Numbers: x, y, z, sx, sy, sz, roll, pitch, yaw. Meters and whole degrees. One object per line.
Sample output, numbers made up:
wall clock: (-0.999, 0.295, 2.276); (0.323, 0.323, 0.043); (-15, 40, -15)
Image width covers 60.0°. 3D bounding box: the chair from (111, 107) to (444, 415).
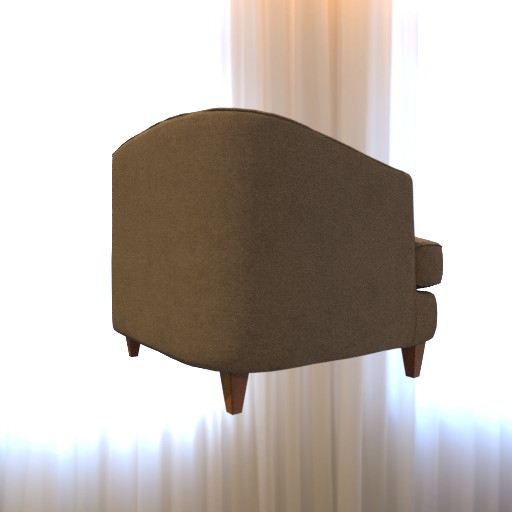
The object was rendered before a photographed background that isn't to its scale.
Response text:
chair: (0.000, 0.000, 1.746); (0.941, 0.852, 1.104); (-1, 1, -36)
